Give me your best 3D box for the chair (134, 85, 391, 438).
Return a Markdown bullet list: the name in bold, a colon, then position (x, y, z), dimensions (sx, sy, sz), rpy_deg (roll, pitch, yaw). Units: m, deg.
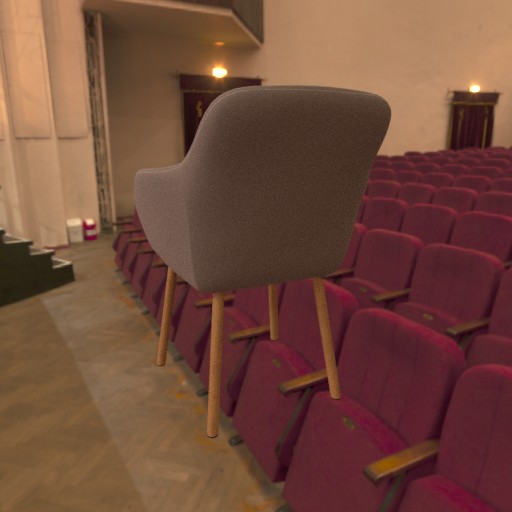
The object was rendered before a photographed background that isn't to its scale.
- **chair**: position (0.000, 0.000, 1.225), dimensions (0.570, 0.830, 0.590), rpy_deg (-7, 16, -25)
